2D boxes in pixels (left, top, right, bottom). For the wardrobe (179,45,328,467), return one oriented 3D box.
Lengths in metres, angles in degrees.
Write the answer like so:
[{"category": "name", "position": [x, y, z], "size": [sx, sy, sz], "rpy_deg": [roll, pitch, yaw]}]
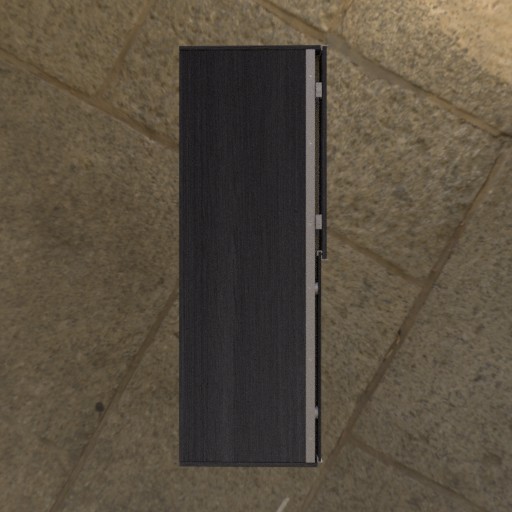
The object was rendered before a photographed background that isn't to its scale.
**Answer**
[{"category": "wardrobe", "position": [0.000, 0.000, 2.845], "size": [0.629, 1.960, 1.780], "rpy_deg": [0, 90, 1]}]
